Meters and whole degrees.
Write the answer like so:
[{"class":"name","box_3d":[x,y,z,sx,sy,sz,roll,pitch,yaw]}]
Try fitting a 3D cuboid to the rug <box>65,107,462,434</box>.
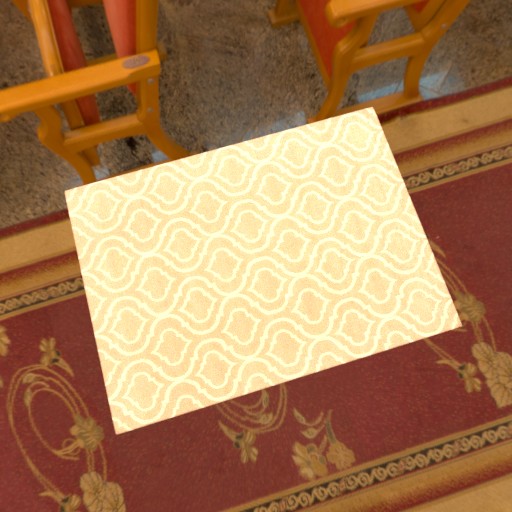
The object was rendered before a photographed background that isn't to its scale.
[{"class":"rug","box_3d":[0.000,0.000,4.357,3.353,0.010,2.438,-16,77,-4]}]
